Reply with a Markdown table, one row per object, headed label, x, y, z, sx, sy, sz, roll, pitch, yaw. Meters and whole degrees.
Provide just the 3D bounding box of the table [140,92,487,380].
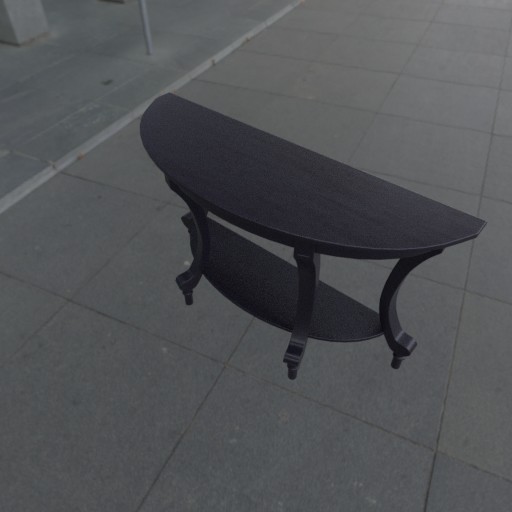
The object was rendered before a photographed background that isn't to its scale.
| label | x | y | z | sx | sy | sz | roll | pitch | yaw |
| --- | --- | --- | --- | --- | --- | --- | --- | --- | --- |
| table | 0.000 | 0.000 | 1.528 | 1.198 | 0.692 | 0.394 | 30 | 51 | 28 |
